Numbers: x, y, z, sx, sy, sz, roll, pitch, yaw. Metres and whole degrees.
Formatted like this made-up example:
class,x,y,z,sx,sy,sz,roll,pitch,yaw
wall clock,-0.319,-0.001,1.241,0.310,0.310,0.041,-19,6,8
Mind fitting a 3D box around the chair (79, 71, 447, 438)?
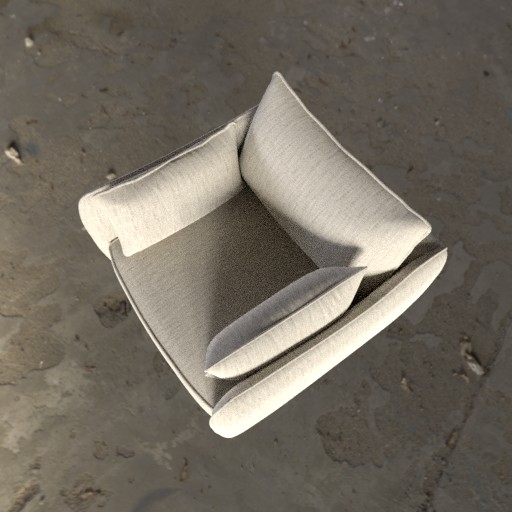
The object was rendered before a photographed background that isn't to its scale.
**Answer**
class,x,y,z,sx,sy,sz,roll,pitch,yaw
chair,0.000,0.000,1.728,0.991,0.855,0.994,-32,67,-15
